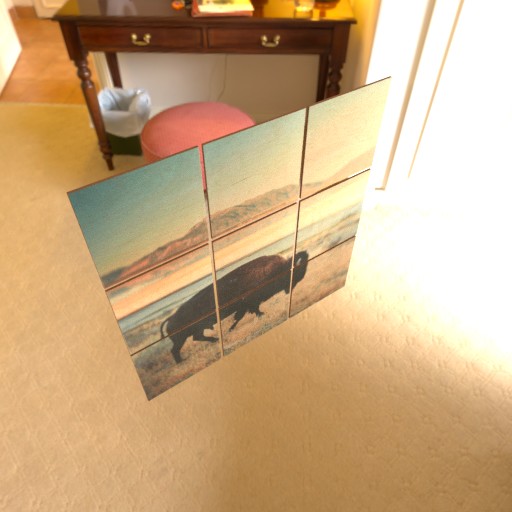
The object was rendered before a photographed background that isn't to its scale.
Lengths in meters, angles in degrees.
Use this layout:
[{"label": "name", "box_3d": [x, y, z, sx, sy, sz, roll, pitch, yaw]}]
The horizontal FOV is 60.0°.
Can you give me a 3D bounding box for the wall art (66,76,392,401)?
[{"label": "wall art", "box_3d": [0.000, 0.000, 2.333, 1.533, 1.532, 0.019, -27, 52, -23]}]
